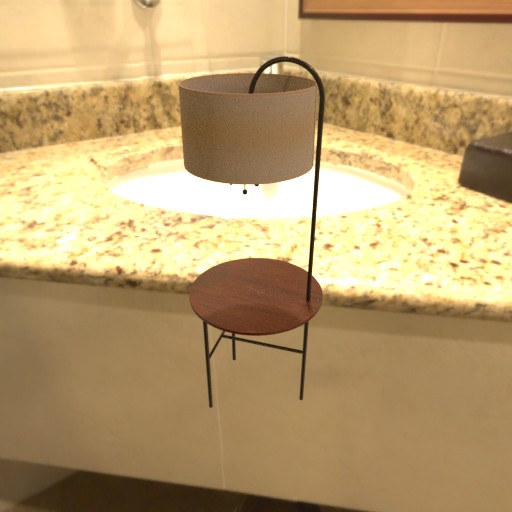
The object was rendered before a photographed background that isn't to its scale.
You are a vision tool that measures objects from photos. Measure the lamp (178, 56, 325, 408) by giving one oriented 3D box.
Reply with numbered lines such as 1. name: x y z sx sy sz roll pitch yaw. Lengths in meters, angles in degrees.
1. lamp: 0.000 0.000 1.832 0.573 1.517 0.573 0 29 0
